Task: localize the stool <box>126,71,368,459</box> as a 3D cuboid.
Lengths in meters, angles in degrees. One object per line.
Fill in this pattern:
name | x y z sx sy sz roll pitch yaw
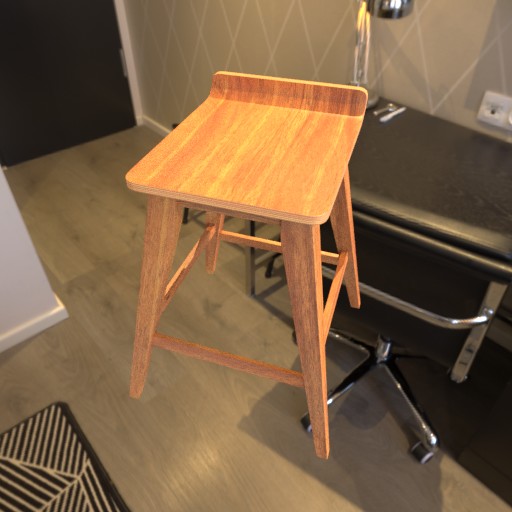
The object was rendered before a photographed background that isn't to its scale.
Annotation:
stool | 0.000 0.000 1.013 0.500 0.650 0.500 12 42 14
